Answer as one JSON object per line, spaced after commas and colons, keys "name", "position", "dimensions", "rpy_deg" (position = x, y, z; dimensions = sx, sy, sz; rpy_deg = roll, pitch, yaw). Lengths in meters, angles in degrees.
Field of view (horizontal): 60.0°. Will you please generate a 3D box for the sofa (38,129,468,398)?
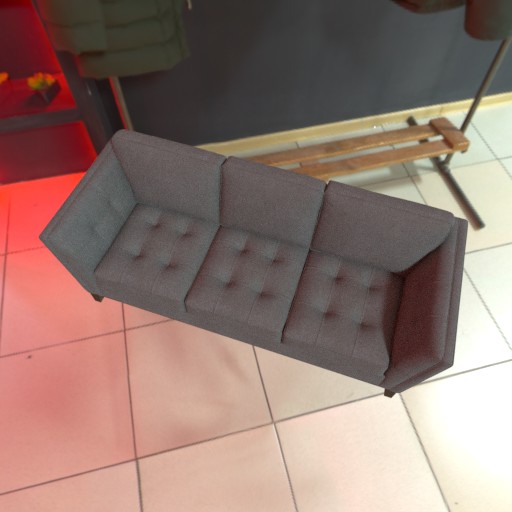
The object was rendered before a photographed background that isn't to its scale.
{"name": "sofa", "position": [0.000, 0.000, 2.892], "dimensions": [2.387, 0.940, 0.965], "rpy_deg": [16, 59, 10]}
